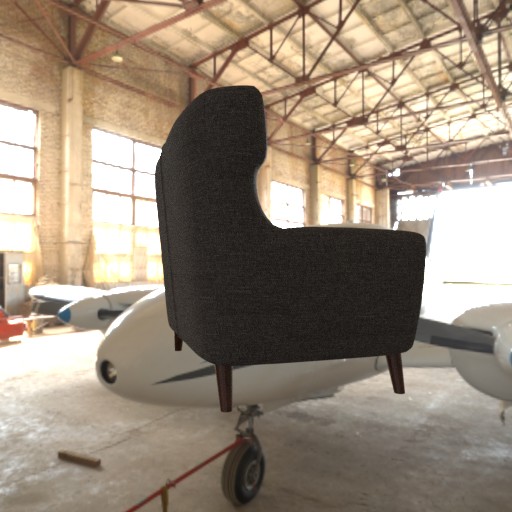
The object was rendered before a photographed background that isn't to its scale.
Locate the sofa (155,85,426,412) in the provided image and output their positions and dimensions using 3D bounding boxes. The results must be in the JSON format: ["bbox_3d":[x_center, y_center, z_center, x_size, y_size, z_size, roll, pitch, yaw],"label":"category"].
[{"bbox_3d":[0.000,0.000,2.047,0.874,1.028,1.358,0,-2,-18],"label":"sofa"}]
